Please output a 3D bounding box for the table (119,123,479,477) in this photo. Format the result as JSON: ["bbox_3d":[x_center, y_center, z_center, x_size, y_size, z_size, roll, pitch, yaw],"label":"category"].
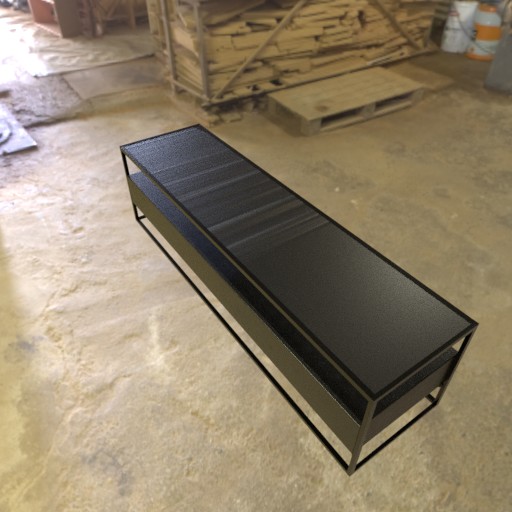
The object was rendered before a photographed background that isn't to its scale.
[{"bbox_3d":[0.000,0.000,1.667,0.399,0.395,1.486,-25,47,-26],"label":"table"}]
